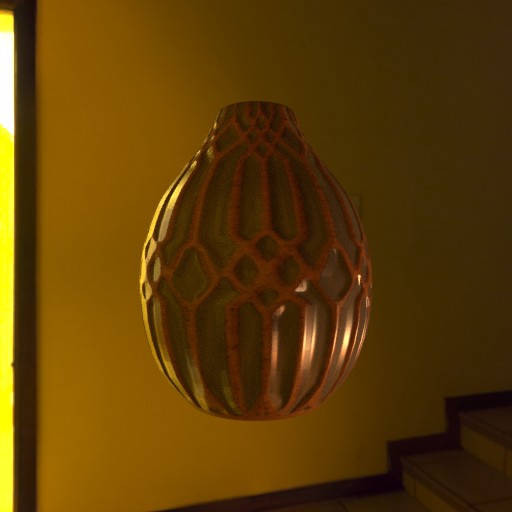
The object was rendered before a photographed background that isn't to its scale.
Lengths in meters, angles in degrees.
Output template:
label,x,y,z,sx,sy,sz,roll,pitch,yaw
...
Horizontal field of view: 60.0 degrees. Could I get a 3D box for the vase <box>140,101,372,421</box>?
label,x,y,z,sx,sy,sz,roll,pitch,yaw
vase,0.000,0.000,0.136,0.069,0.088,0.069,0,0,0
